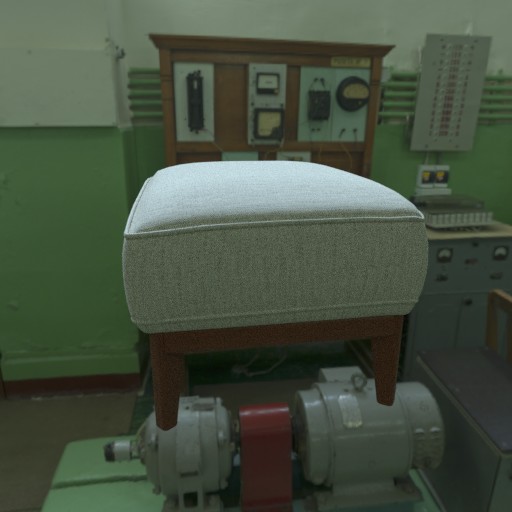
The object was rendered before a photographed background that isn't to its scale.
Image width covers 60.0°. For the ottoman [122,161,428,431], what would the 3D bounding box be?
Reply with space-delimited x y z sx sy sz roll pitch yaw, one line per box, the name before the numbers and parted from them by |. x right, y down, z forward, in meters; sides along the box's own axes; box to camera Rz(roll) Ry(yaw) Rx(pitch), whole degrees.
ottoman | 0.000 0.000 1.183 0.594 0.465 0.794 -3 17 -9
